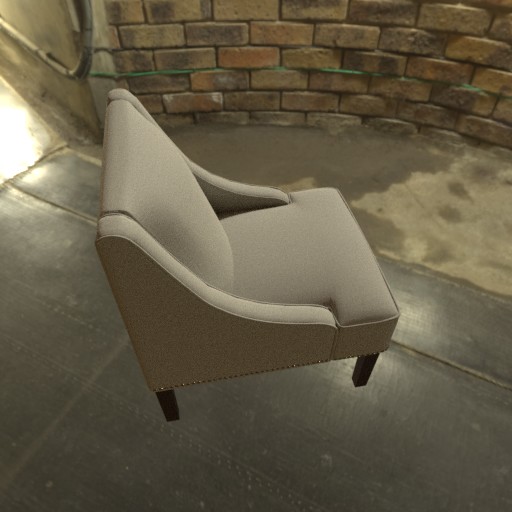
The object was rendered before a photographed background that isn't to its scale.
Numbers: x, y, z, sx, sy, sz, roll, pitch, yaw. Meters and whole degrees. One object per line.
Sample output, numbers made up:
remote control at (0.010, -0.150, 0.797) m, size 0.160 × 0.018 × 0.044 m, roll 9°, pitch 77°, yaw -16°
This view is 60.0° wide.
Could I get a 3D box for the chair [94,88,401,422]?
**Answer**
chair at (0.000, 0.000, 1.375) m, size 0.737 × 0.864 × 0.610 m, roll -8°, pitch 47°, yaw -7°
